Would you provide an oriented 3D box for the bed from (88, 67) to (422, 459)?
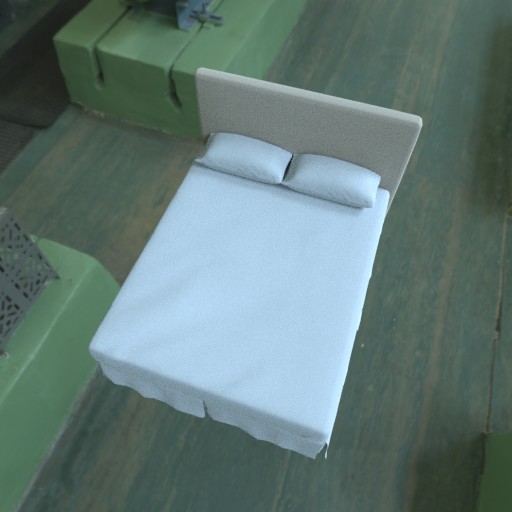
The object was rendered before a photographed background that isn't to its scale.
[{"bbox_3d":[0.000,0.000,3.190,1.748,1.330,2.142,17,59,10],"label":"bed"}]
